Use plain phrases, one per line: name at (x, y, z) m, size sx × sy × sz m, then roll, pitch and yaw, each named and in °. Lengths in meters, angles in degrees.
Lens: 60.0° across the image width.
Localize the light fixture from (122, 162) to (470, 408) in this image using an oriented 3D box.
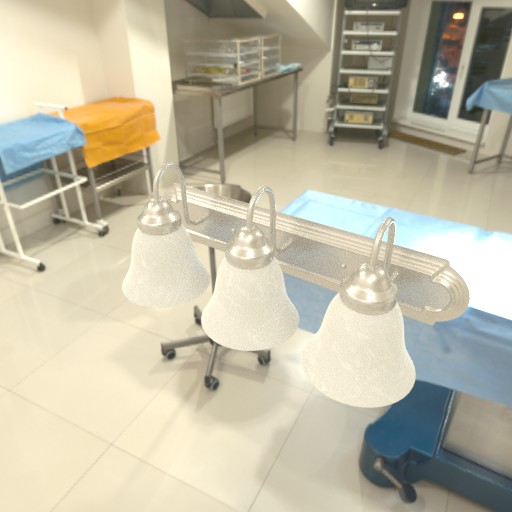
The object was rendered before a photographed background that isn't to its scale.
light fixture at (0.000, 0.000, 0.702) m, size 0.610 × 0.222 × 0.199 m, roll 19°, pitch 36°, yaw 29°
